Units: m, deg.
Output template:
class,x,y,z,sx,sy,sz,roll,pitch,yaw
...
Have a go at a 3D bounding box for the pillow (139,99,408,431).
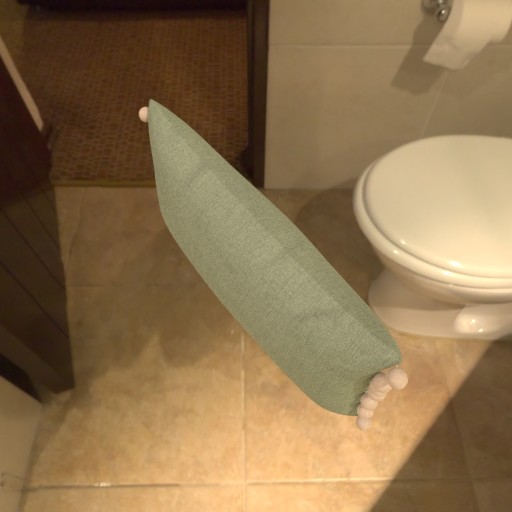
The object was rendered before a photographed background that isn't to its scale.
class,x,y,z,sx,sy,sz,roll,pitch,yaw
pillow,0.000,0.000,0.850,0.201,0.322,0.709,-33,63,-19
